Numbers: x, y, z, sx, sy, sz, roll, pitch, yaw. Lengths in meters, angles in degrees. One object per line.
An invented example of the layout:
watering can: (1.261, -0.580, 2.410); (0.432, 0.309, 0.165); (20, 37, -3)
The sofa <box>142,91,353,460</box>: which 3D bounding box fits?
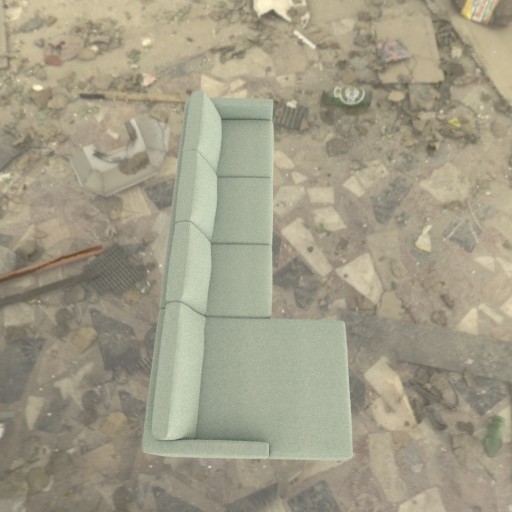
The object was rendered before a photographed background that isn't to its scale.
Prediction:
sofa: (0.000, 0.000, 4.171); (1.600, 0.953, 3.470); (1, 64, 1)
